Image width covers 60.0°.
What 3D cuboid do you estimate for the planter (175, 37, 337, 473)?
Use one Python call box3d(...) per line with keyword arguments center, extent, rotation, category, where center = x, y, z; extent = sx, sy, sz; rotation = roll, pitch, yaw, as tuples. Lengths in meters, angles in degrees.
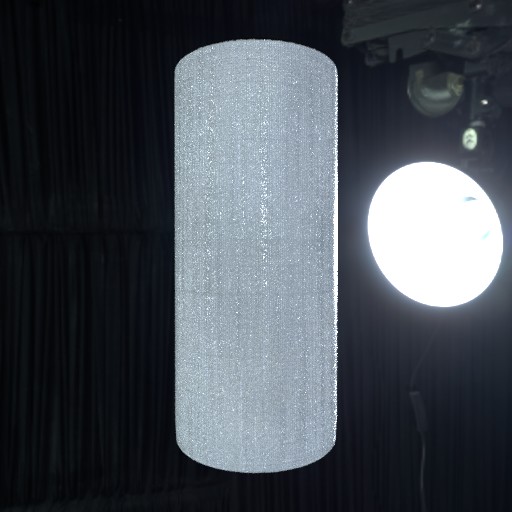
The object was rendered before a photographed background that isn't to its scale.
box3d(center=(0.000, 0.000, 0.126), extent=(0.045, 0.103, 0.045), rotation=(0, 1, -18), category="planter")
